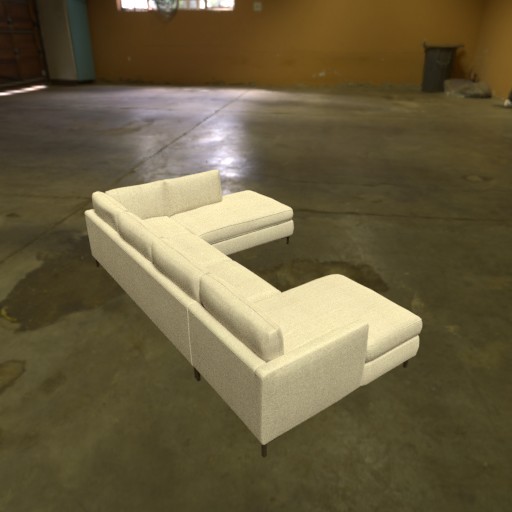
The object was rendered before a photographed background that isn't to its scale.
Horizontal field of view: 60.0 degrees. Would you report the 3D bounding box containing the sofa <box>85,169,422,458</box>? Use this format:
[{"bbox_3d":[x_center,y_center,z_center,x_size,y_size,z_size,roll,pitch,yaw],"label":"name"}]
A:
[{"bbox_3d":[0.000,0.000,3.580,1.879,0.756,2.737,-18,32,-32],"label":"sofa"}]
